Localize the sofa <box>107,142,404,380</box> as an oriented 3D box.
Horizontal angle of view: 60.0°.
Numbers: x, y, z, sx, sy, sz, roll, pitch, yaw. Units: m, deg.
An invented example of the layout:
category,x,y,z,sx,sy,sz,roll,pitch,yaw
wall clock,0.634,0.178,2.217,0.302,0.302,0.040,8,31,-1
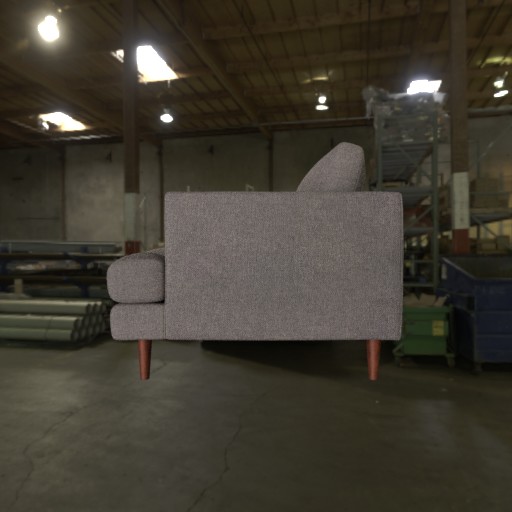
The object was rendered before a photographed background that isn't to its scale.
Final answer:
category,x,y,z,sx,sy,sz,roll,pitch,yaw
sofa,0.000,0.000,2.474,1.020,0.868,1.948,0,1,0
